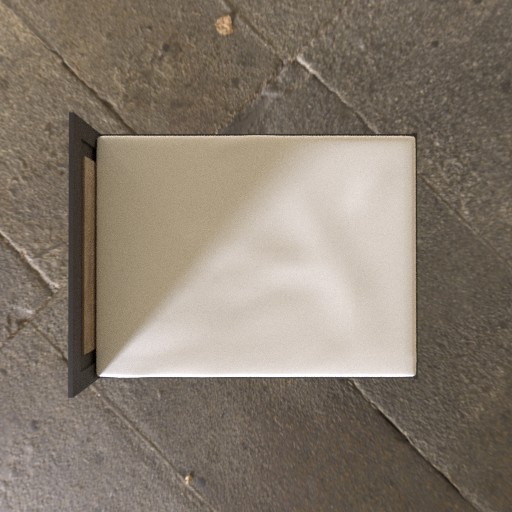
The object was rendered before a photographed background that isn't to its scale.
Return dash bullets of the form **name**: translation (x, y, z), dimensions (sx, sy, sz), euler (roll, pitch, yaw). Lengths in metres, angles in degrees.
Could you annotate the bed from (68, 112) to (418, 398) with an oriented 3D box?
- **bed**: translation (0.000, 0.000, 2.859), dimensions (2.073, 0.823, 1.585), euler (0, 90, 0)
